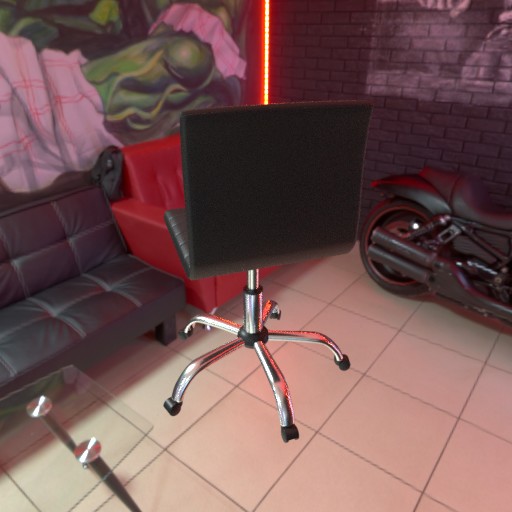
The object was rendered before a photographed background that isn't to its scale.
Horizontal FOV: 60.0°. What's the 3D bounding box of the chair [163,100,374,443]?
[{"bbox_3d":[0.000,0.000,1.125,0.556,0.780,0.530,-9,29,-17],"label":"chair"}]
